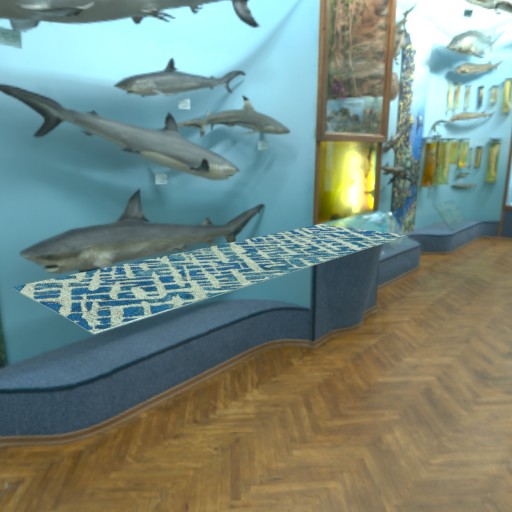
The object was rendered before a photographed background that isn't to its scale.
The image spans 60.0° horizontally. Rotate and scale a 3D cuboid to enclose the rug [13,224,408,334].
[{"bbox_3d":[0.000,0.000,2.650,0.768,0.011,2.446,12,18,42],"label":"rug"}]
